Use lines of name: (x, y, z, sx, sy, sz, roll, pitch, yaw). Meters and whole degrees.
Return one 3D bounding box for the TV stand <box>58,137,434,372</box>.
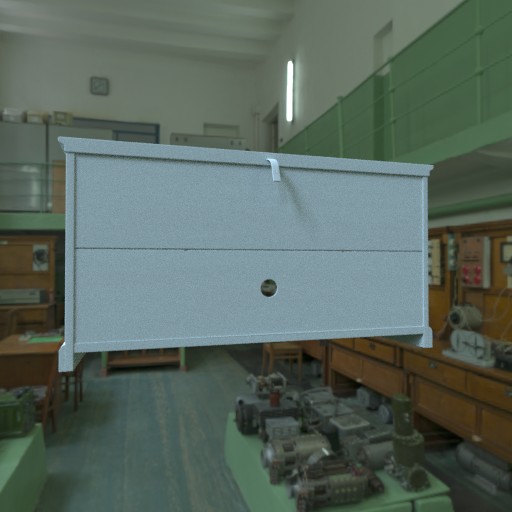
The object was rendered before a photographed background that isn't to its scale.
TV stand: (0.000, 0.000, 1.483, 1.187, 0.624, 0.424, 0, -1, -17)
